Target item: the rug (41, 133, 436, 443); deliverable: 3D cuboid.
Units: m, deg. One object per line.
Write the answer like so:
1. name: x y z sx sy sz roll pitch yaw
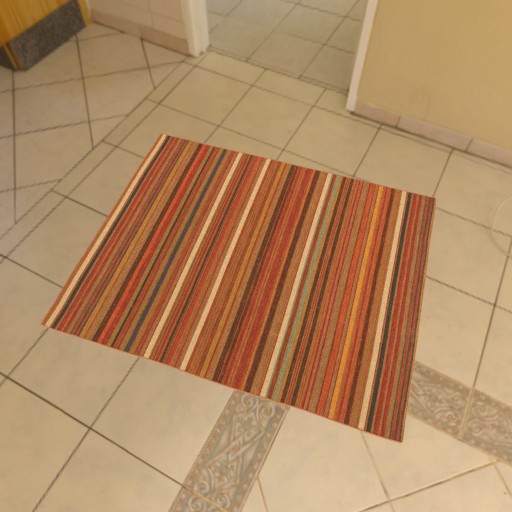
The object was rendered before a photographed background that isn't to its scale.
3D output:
1. rug: 0.000 0.000 4.153 3.092 0.023 2.479 16 59 10
